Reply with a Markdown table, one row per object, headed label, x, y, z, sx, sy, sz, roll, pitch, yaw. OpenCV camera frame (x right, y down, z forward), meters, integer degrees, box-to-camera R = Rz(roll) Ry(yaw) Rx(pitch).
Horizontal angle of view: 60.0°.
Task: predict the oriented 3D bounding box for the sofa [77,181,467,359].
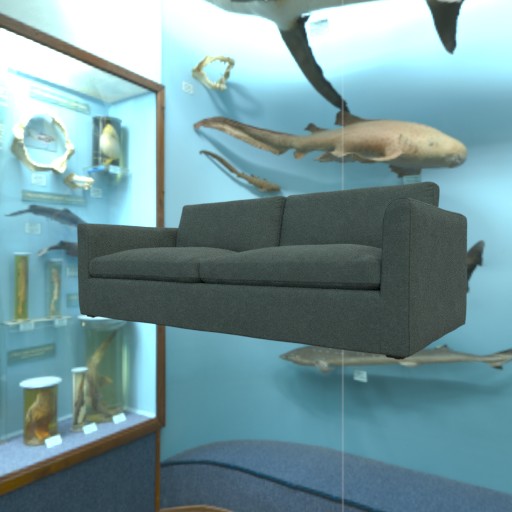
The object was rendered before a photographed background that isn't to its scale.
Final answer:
| label | x | y | z | sx | sy | sz | roll | pitch | yaw |
| --- | --- | --- | --- | --- | --- | --- | --- | --- | --- |
| sofa | 0.000 | 0.000 | 2.776 | 2.257 | 0.838 | 1.092 | 0 | 0 | 36 |
